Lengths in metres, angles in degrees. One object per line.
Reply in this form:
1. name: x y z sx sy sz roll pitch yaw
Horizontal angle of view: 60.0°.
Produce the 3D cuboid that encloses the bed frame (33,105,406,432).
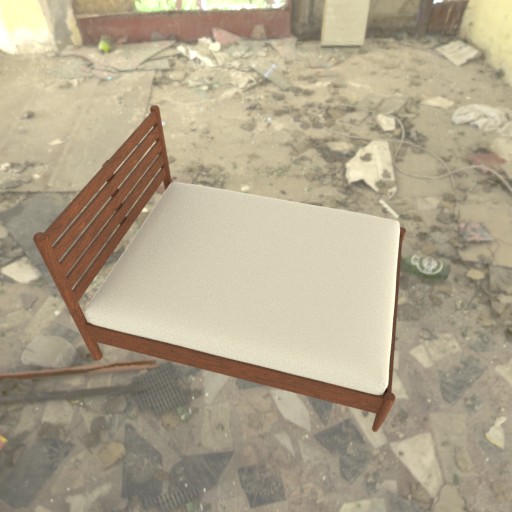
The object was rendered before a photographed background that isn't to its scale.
1. bed frame: 0.000 0.000 3.359 2.234 1.321 1.655 11 47 11
